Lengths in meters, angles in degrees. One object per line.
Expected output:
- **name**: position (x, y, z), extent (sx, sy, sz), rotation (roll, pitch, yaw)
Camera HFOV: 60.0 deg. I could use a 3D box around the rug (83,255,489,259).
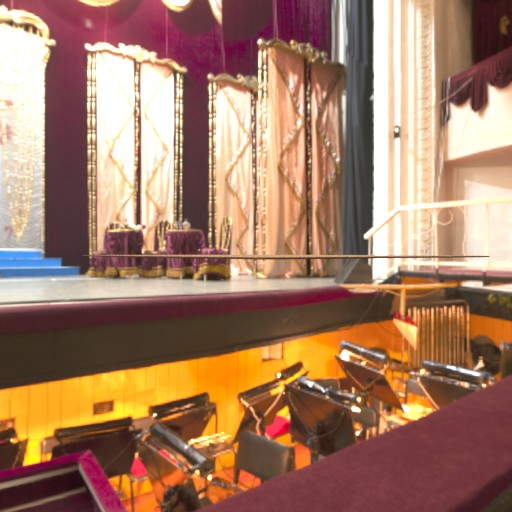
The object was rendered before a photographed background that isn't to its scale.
- **rug**: position (0.000, 0.000, 2.899), extent (1.593, 0.008, 2.238), rotation (0, 0, -36)
